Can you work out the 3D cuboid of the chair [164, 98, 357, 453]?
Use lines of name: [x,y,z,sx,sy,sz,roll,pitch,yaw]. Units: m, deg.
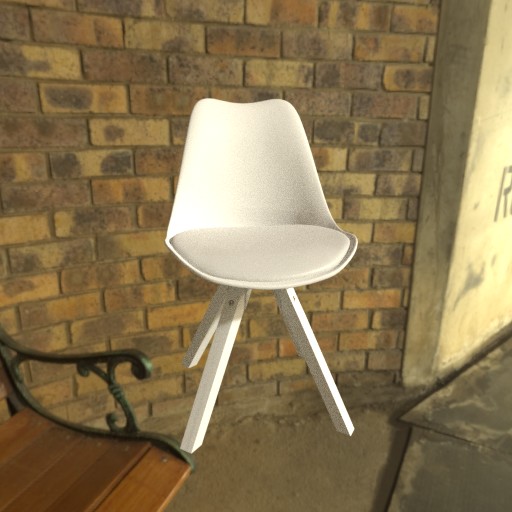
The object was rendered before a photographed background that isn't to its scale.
chair: [0.000,0.000,1.226,0.485,0.850,0.550,-3,16,-9]
